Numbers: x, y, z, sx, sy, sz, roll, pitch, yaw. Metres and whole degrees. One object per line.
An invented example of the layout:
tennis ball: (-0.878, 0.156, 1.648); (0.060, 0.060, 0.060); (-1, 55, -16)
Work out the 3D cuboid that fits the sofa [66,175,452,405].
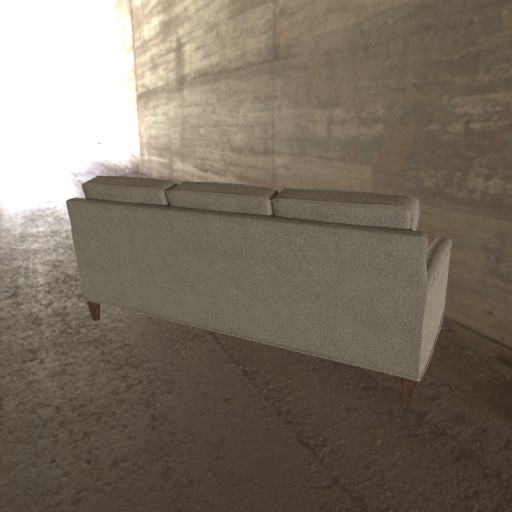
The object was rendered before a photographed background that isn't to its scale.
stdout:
sofa: (0.000, 0.000, 2.848); (2.246, 1.003, 1.084); (8, 18, 27)
